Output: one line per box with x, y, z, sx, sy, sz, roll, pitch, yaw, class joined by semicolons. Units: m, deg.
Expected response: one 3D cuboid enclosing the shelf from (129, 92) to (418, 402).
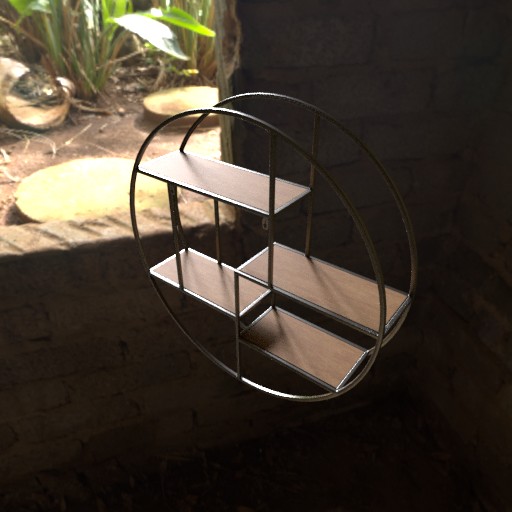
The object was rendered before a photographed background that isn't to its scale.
0.000;0.000;1.315;0.888;0.888;0.202;23;39;31;shelf
